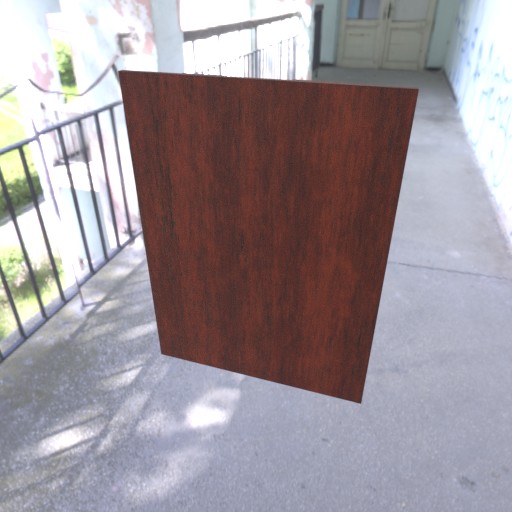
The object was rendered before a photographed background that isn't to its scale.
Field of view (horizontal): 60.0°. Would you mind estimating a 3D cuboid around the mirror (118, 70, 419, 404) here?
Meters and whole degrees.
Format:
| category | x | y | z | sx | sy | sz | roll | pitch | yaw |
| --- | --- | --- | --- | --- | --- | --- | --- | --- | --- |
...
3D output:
| category | x | y | z | sx | sy | sz | roll | pitch | yaw |
| --- | --- | --- | --- | --- | --- | --- | --- | --- | --- |
| mirror | 0.000 | 0.000 | 1.066 | 0.600 | 0.805 | 0.021 | 10 | 33 | 15 |
